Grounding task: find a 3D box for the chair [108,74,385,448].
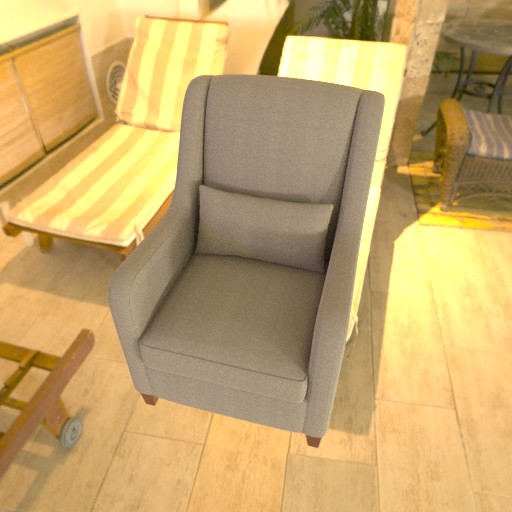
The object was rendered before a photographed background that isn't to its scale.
[{"bbox_3d":[0.000,0.000,1.613,0.715,1.017,0.890,10,41,12],"label":"chair"}]
